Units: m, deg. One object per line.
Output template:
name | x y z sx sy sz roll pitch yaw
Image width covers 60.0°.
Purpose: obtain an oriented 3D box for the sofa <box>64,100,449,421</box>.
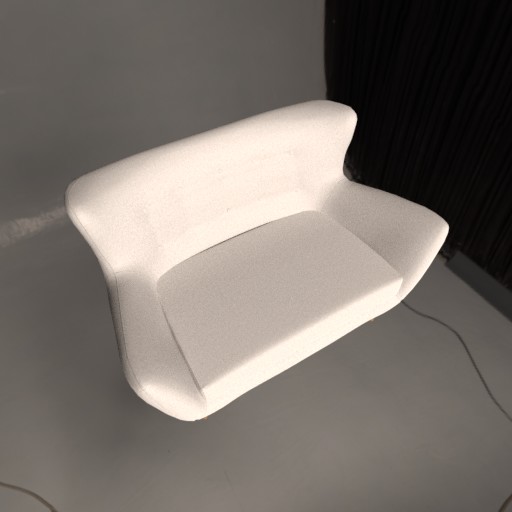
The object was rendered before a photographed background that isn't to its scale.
sofa | 0.000 0.000 1.994 1.424 0.878 0.921 -25 52 -21
